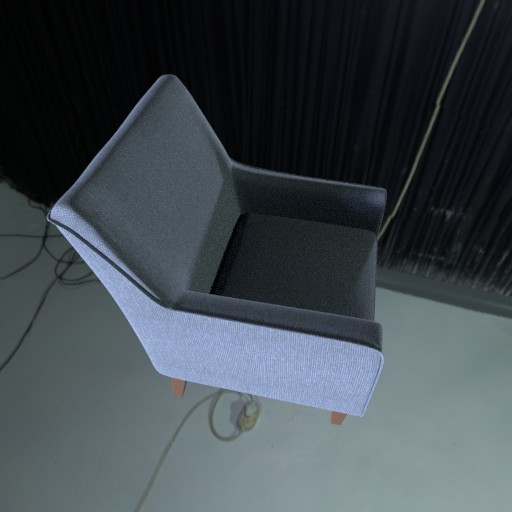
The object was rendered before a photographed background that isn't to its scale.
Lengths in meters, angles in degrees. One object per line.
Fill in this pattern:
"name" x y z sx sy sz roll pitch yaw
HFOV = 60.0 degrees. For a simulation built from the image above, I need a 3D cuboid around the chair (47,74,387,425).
"chair" 0.000 0.000 1.586 0.899 0.919 0.780 9 47 8
